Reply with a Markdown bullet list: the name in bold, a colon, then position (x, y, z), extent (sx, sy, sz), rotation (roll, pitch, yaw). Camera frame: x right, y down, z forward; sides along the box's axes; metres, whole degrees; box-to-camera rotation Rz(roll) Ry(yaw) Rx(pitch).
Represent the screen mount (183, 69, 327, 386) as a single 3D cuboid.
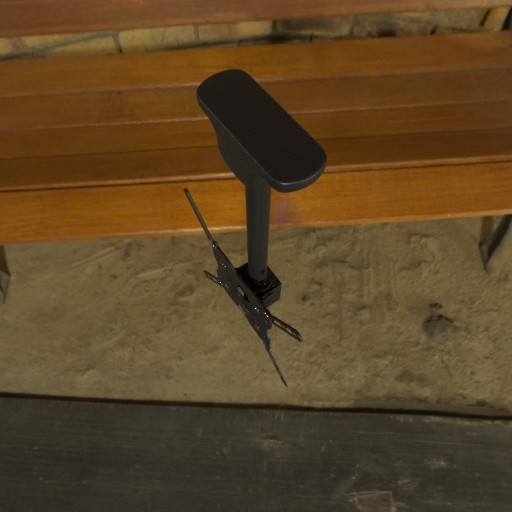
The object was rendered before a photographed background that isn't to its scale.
- **screen mount**: position (0.000, 0.000, 0.883), extent (0.090, 0.729, 0.393), rotation (-32, 67, -15)
